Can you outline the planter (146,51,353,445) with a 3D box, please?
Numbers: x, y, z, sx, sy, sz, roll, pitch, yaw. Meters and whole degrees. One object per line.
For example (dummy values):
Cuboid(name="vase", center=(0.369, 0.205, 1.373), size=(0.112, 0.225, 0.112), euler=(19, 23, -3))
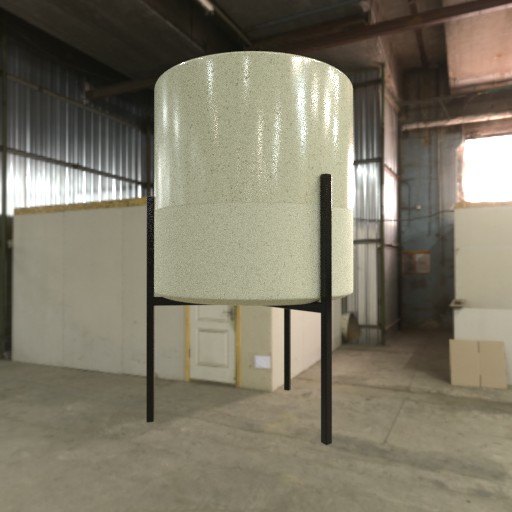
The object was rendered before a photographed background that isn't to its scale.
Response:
Cuboid(name="planter", center=(0.000, 0.000, 0.532), size=(0.234, 0.390, 0.243), euler=(0, 0, -36))
